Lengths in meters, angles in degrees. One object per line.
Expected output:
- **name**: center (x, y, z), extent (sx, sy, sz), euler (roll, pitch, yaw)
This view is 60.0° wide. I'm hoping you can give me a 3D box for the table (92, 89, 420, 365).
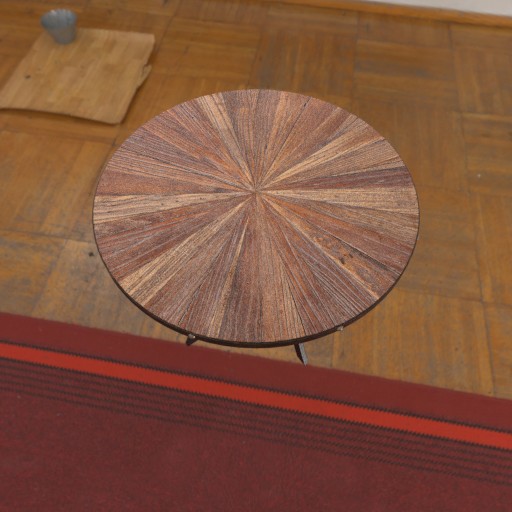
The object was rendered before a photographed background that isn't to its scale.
- **table**: center (0.000, 0.000, 1.494), extent (0.885, 0.658, 0.885), euler (0, 57, 0)
